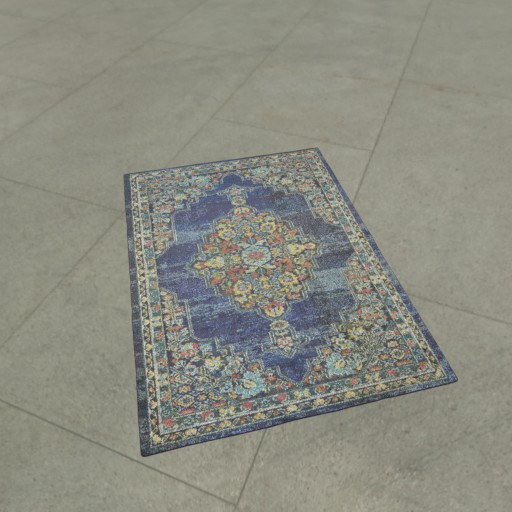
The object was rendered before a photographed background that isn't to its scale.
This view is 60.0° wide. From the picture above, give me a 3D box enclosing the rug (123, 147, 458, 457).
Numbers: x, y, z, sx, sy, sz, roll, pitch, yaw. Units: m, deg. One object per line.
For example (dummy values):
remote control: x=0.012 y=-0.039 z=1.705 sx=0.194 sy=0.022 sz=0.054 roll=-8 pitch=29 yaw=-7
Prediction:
rug: x=0.000 y=0.000 z=2.902 sx=1.630 sy=0.009 sz=2.232 roll=-10 pitch=47 yaw=-9
